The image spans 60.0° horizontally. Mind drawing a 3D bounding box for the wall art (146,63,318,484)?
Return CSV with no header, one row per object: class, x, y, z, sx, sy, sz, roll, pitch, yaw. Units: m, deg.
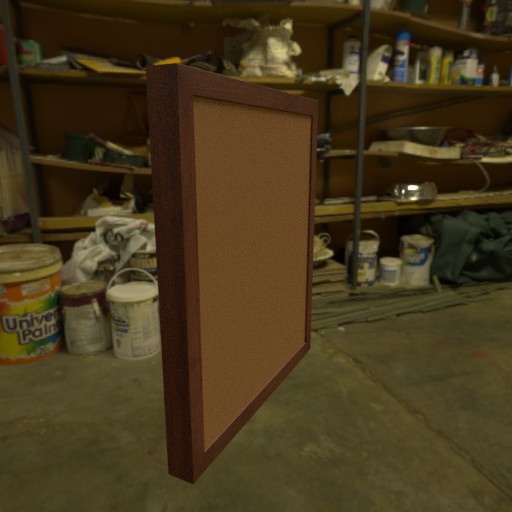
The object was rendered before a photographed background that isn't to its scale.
wall art,0.000,0.000,0.535,0.030,0.381,0.330,7,16,26
